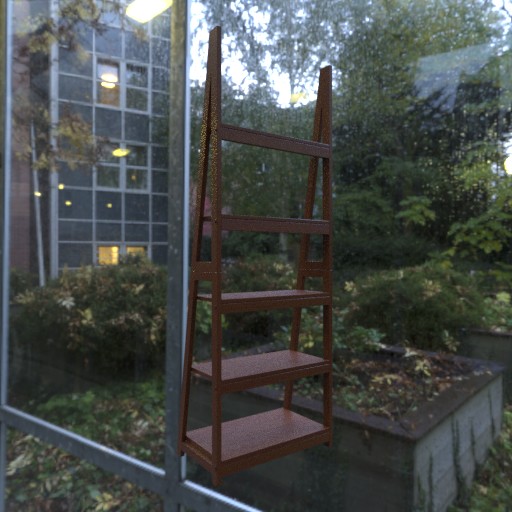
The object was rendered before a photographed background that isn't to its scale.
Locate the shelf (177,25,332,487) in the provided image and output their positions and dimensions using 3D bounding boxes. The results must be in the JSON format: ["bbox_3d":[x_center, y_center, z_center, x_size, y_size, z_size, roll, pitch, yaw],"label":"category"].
[{"bbox_3d":[0.000,0.000,2.034,0.630,1.780,0.356,0,0,-36],"label":"shelf"}]
